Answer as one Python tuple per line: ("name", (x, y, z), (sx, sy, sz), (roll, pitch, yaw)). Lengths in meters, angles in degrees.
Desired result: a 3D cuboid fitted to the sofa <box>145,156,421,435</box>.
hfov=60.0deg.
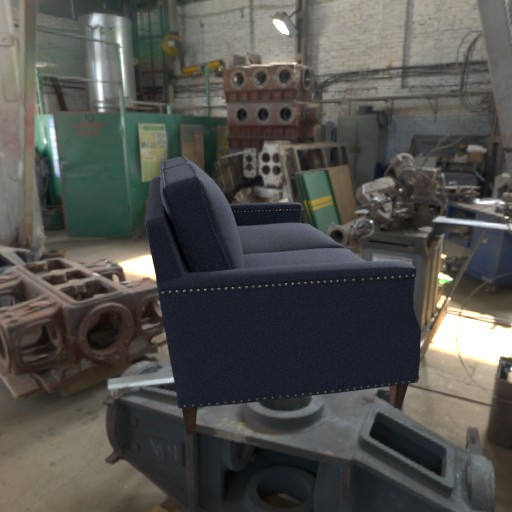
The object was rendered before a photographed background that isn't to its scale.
("sofa", (0.000, 0.000, 2.373), (1.084, 1.003, 1.597), (-3, 16, -11))
